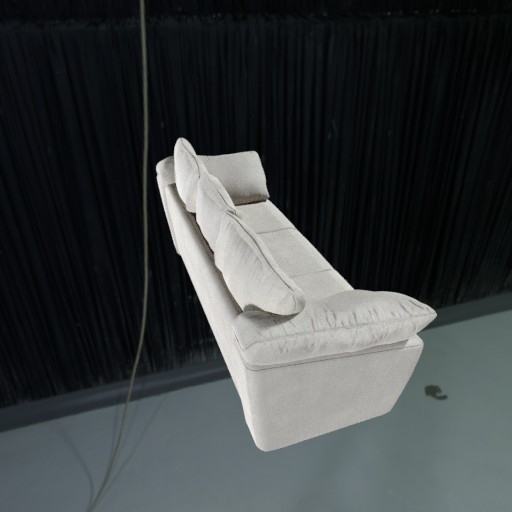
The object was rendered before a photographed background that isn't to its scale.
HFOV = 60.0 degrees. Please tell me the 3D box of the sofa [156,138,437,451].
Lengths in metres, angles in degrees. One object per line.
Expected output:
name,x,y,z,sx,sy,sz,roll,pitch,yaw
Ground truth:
sofa,0.000,0.000,2.842,0.878,0.996,2.334,-11,33,-17
